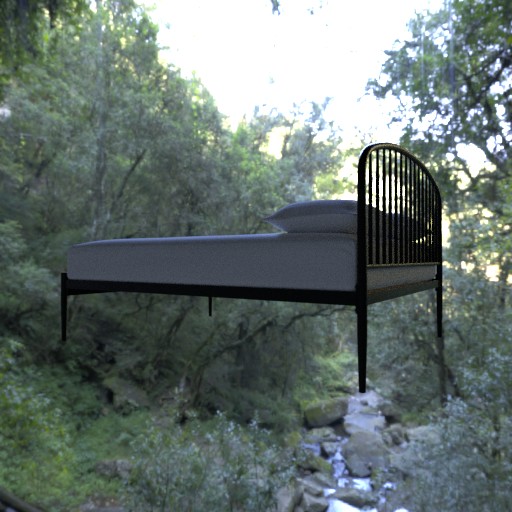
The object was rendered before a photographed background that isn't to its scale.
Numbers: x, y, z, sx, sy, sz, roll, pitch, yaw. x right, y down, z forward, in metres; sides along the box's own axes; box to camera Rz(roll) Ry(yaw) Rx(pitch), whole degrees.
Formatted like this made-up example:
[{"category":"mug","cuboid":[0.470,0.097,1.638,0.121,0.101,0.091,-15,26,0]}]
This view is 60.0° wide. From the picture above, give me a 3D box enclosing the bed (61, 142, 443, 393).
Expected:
[{"category":"bed","cuboid":[0.000,0.000,3.112,2.159,1.166,1.618,0,0,34]}]
